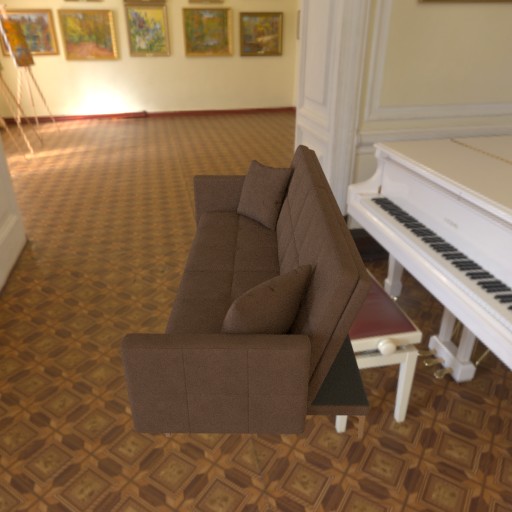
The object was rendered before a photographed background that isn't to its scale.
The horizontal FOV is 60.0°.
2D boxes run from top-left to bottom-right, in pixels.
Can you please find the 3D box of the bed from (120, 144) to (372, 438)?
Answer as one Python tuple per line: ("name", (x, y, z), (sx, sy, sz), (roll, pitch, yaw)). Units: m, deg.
("bed", (0.000, 0.000, 2.355), (0.889, 0.787, 1.905), (0, 27, 0))
